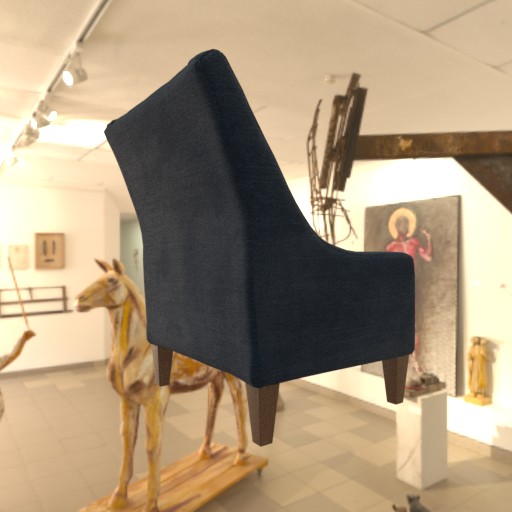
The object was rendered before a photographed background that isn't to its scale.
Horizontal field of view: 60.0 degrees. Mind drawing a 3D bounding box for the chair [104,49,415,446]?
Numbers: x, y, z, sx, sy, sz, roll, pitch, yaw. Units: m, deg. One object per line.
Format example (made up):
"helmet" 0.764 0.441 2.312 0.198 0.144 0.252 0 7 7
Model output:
"chair" 0.000 0.000 1.598 0.870 1.014 0.774 0 0 -36
